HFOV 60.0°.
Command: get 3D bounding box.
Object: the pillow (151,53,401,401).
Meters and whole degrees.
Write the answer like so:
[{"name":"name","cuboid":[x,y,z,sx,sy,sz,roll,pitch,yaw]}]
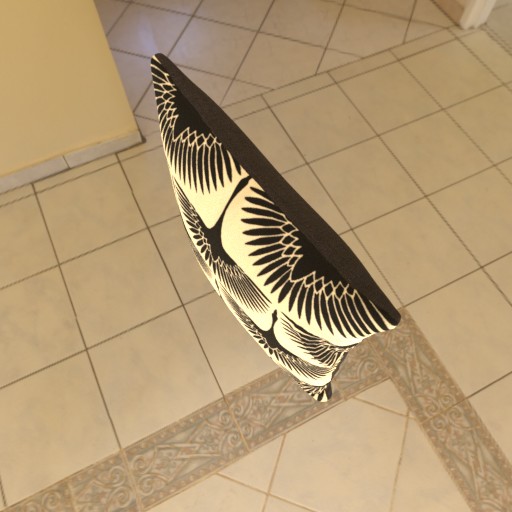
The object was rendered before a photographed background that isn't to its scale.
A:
[{"name":"pillow","cuboid":[0.000,0.000,0.660,0.139,0.432,0.432,-33,68,-15]}]
